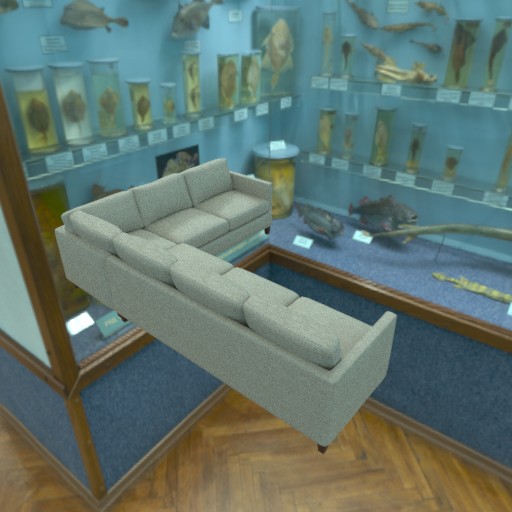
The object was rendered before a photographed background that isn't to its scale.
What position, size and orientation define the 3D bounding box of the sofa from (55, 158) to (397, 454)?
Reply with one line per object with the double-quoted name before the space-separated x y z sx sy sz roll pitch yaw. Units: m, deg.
"sofa" 0.000 0.000 4.525 3.333 0.934 2.522 23 37 34
